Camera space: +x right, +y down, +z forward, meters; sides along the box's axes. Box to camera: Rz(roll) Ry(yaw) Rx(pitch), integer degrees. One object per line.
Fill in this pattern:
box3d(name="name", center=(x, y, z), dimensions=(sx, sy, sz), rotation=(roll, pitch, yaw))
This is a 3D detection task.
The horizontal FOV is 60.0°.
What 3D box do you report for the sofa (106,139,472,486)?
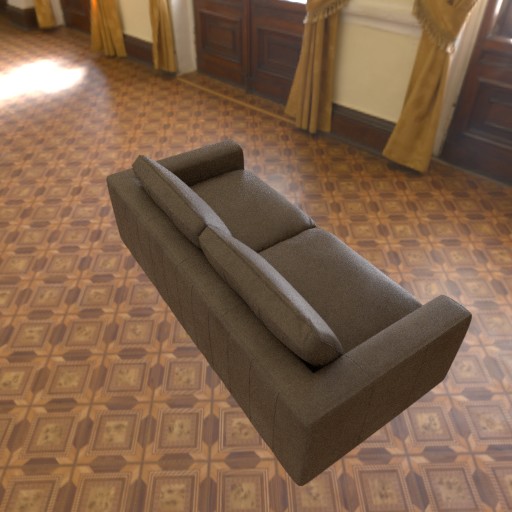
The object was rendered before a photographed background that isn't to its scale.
box3d(name="sofa", center=(0.000, 0.000, 2.727), dimensions=(1.070, 0.801, 2.262), rotation=(-24, 46, -25))
